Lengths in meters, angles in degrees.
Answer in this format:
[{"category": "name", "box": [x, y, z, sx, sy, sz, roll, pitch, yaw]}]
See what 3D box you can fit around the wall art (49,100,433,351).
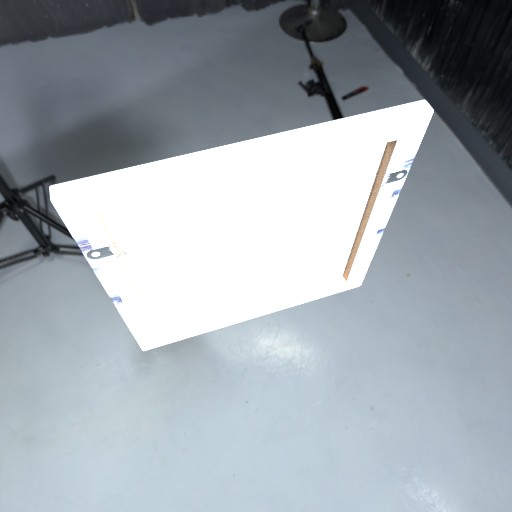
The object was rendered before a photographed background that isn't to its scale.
[{"category": "wall art", "box": [0.000, 0.000, 1.150, 0.755, 0.747, 0.065, -15, 59, -10]}]
